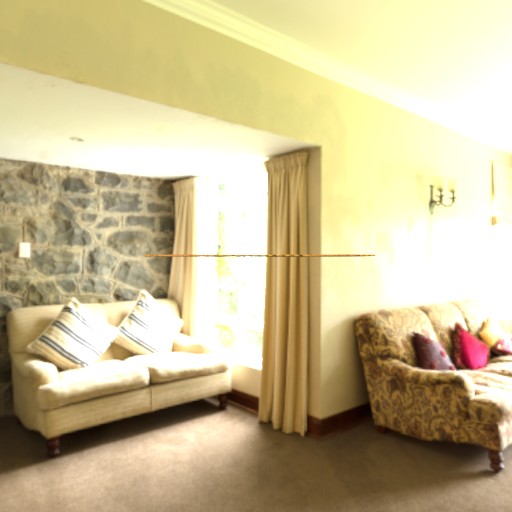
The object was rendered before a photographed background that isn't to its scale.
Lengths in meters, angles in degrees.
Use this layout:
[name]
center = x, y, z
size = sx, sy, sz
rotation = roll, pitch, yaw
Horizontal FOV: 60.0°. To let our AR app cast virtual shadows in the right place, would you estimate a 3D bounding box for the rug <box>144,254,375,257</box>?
[rug]
center = 0.000, 0.000, 2.680
size = 0.771, 0.009, 2.443
rotation = 0, 0, -1
